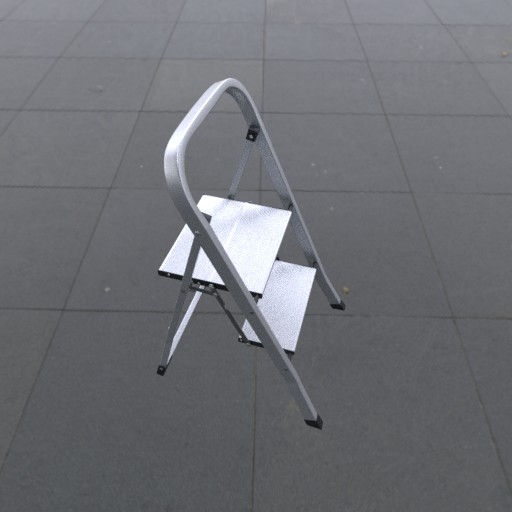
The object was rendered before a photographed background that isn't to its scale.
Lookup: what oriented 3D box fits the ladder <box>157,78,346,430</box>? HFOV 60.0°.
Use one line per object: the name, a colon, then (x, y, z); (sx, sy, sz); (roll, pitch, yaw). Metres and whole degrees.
ladder: (0.000, 0.000, 1.178); (0.530, 0.830, 0.465); (12, 48, 11)
